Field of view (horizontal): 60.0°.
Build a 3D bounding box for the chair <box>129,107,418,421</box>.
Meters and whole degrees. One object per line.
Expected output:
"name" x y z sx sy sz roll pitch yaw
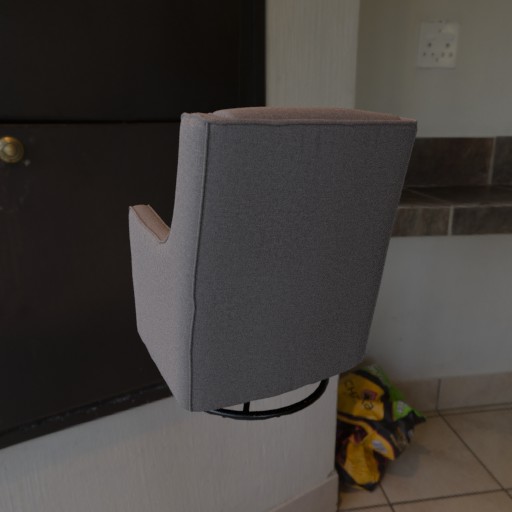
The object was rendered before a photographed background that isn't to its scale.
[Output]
"chair" 0.000 0.000 1.594 0.732 0.993 0.879 -8 18 -26
